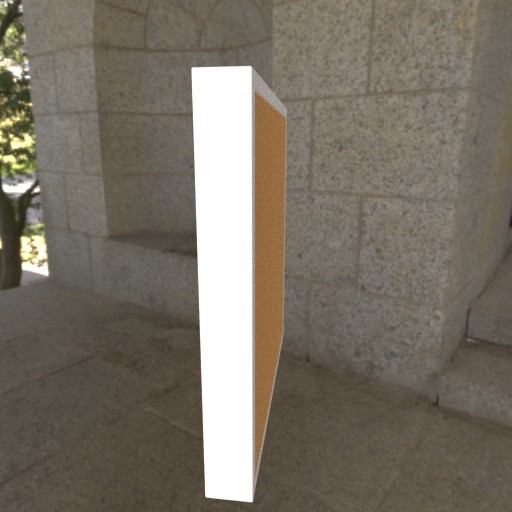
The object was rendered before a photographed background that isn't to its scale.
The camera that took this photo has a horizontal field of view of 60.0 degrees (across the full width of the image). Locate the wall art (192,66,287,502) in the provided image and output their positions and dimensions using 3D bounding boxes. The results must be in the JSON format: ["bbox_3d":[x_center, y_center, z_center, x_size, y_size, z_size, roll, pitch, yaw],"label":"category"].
[{"bbox_3d":[0.000,0.000,0.445,0.037,0.305,0.305,2,14,7],"label":"wall art"}]
